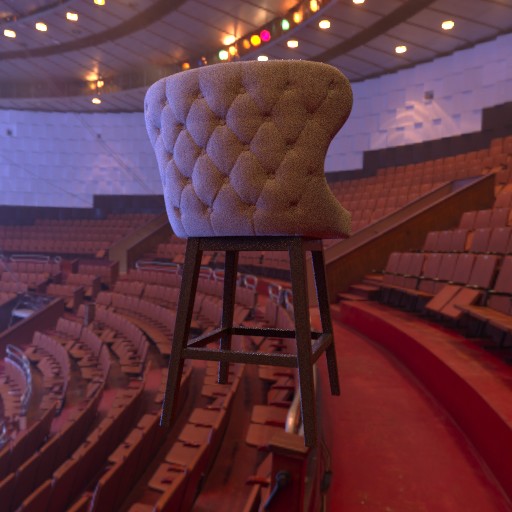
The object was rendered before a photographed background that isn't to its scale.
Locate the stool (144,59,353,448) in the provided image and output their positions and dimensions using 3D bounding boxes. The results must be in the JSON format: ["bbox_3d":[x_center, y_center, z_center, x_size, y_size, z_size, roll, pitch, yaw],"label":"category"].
[{"bbox_3d":[0.000,0.000,1.374,0.615,0.972,0.597,0,0,18],"label":"stool"}]
